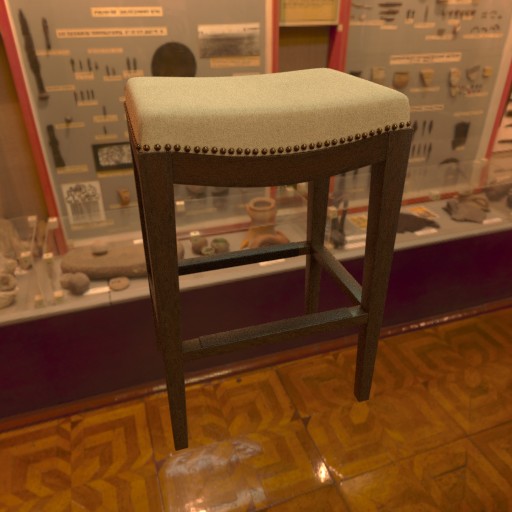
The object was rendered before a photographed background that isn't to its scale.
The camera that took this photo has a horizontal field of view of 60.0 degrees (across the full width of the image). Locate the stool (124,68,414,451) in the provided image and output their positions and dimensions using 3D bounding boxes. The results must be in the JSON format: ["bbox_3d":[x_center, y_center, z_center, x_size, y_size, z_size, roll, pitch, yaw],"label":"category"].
[{"bbox_3d":[0.000,0.000,1.030,0.498,0.759,0.358,-9,32,-15],"label":"stool"}]
